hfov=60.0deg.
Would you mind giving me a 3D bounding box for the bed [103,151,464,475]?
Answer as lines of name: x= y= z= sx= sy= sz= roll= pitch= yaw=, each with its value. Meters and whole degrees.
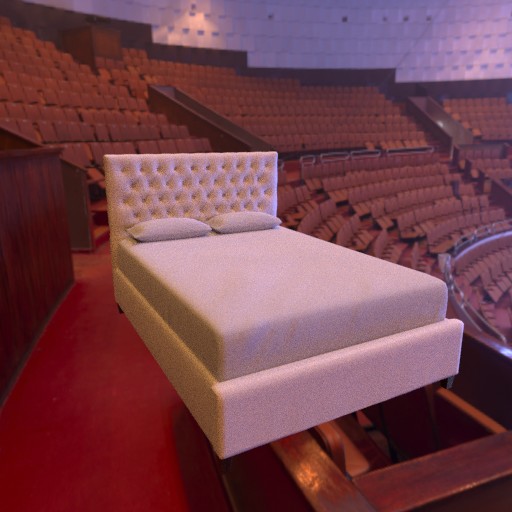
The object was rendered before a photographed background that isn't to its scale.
bed: x=0.000 y=0.000 z=3.306 sx=1.698 sy=1.427 sz=2.387 roll=-8 pitch=17 yaw=-27
